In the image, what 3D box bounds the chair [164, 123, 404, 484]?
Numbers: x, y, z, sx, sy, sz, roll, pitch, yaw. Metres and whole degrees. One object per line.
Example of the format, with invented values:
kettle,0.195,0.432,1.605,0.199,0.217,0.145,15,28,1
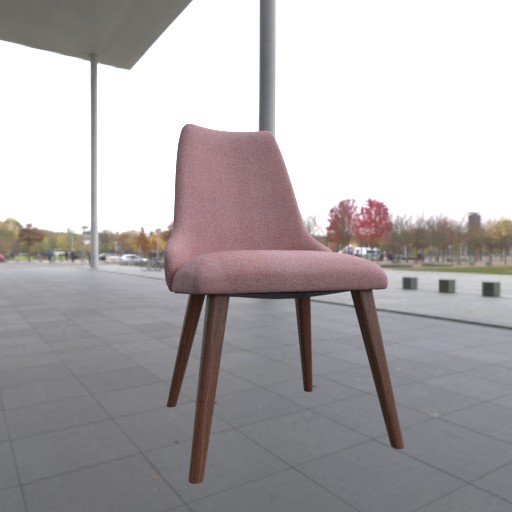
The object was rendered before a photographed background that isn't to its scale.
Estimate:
chair,0.000,0.000,1.306,0.535,0.918,0.707,0,0,-18
